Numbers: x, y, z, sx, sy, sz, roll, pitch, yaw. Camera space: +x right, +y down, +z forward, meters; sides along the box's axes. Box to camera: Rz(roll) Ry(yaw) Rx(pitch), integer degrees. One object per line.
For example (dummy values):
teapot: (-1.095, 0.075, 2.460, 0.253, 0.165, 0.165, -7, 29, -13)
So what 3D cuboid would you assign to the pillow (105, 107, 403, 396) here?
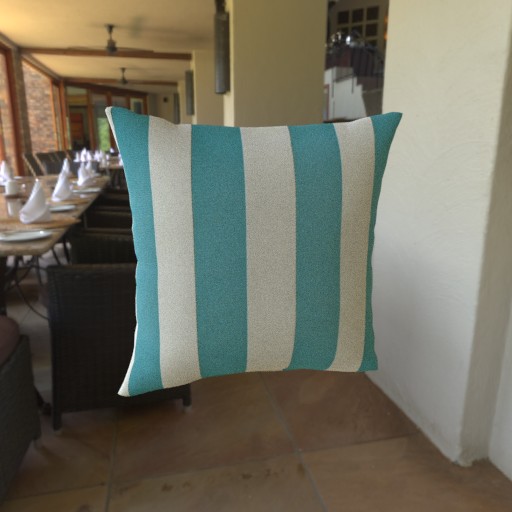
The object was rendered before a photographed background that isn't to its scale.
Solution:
pillow: (0.000, 0.000, 0.834, 0.536, 0.526, 0.189, -2, 14, -10)
